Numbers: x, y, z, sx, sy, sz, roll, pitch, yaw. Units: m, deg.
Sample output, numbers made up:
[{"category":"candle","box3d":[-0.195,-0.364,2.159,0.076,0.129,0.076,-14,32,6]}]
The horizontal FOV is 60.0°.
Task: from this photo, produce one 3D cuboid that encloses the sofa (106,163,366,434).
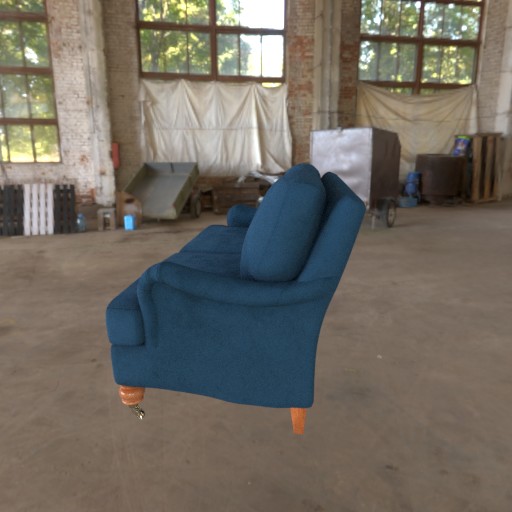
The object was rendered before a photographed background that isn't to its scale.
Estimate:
[{"category":"sofa","box3d":[0.000,0.000,2.802,1.084,1.101,2.141,2,14,7]}]
